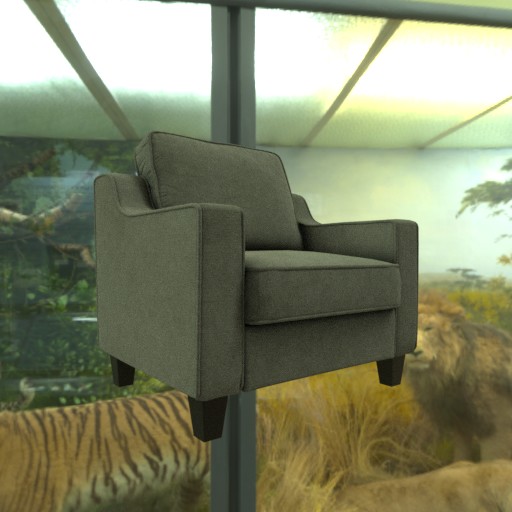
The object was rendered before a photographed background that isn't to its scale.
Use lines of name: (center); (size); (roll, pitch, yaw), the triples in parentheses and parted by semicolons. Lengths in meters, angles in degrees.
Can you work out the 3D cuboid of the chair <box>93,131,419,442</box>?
chair: (0.000, 0.000, 1.636); (0.926, 0.944, 0.840); (0, 0, -37)
